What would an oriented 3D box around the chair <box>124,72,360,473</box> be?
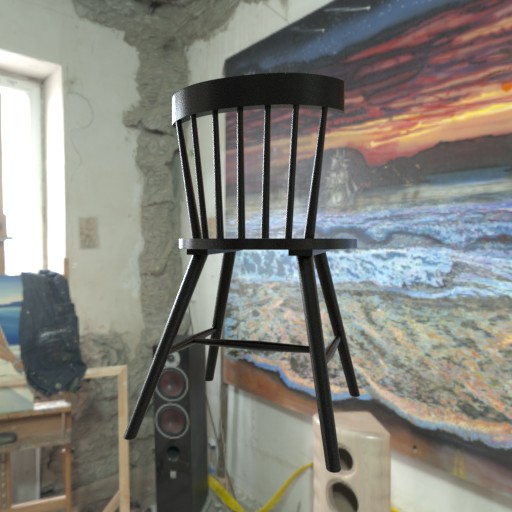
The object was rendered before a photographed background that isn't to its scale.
[{"bbox_3d":[0.000,0.000,1.170,0.506,0.844,0.483,1,2,18],"label":"chair"}]
